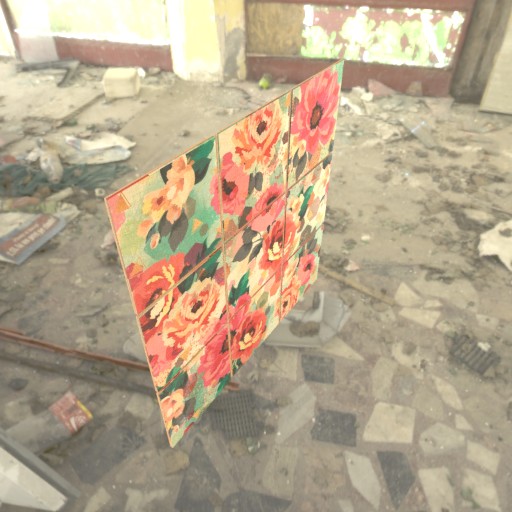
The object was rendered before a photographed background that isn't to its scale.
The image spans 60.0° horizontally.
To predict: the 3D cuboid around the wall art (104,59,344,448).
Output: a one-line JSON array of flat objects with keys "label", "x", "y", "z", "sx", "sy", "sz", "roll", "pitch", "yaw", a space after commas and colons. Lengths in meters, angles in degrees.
[{"label": "wall art", "x": 0.000, "y": 0.000, "z": 1.800, "sx": 0.013, "sy": 1.220, "sz": 1.216, "roll": 25, "pitch": 47, "yaw": 26}]
